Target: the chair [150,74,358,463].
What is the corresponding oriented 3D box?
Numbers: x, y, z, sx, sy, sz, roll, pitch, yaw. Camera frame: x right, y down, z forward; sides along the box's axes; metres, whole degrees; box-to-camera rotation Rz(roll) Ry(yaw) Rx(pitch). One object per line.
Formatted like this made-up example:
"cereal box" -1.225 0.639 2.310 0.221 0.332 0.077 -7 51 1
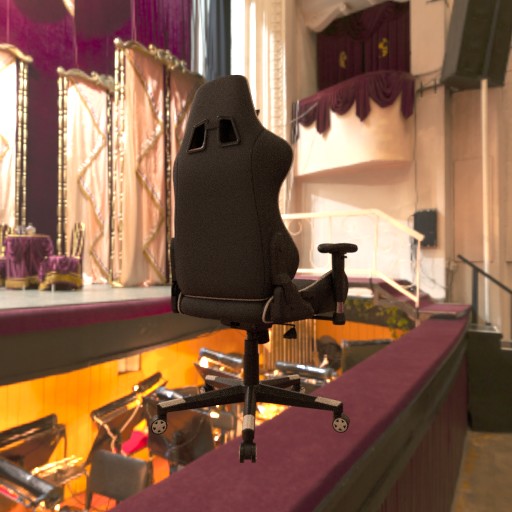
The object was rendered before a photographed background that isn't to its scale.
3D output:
"chair" 0.000 0.000 1.701 0.700 1.240 0.700 0 -1 36
